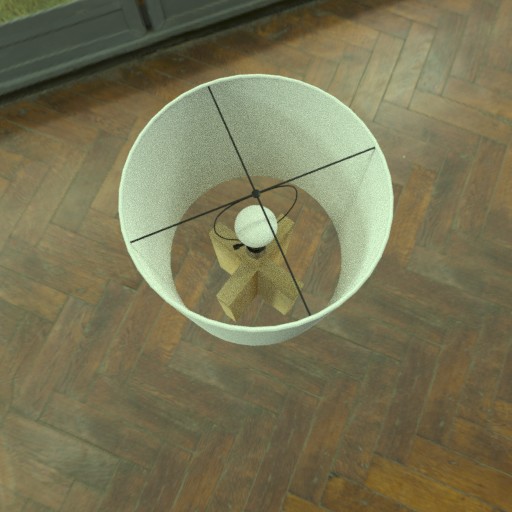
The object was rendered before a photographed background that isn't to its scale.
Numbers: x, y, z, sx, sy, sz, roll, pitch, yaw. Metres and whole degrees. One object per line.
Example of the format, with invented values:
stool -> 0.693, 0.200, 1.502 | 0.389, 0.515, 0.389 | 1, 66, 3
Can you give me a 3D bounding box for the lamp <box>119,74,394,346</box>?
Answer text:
lamp -> 0.000, 0.000, 0.574 | 0.229, 0.428, 0.229 | 37, 79, 9
